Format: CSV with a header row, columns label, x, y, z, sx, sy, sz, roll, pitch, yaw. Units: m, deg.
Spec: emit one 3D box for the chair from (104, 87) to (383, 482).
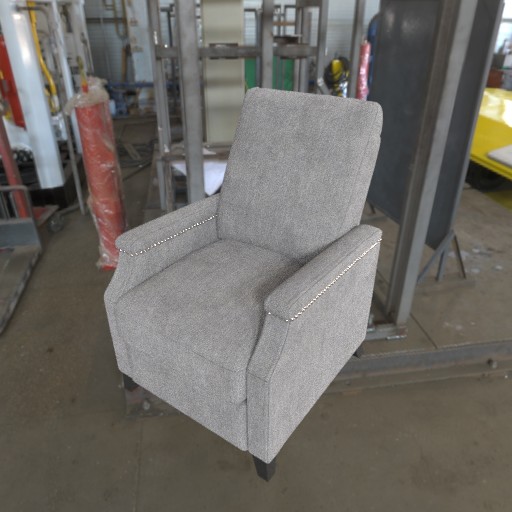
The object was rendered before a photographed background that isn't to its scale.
label,x,y,z,sx,sy,sz,roll,pitch,yaw
chair,0.000,0.000,1.619,0.710,1.049,0.922,19,35,30
